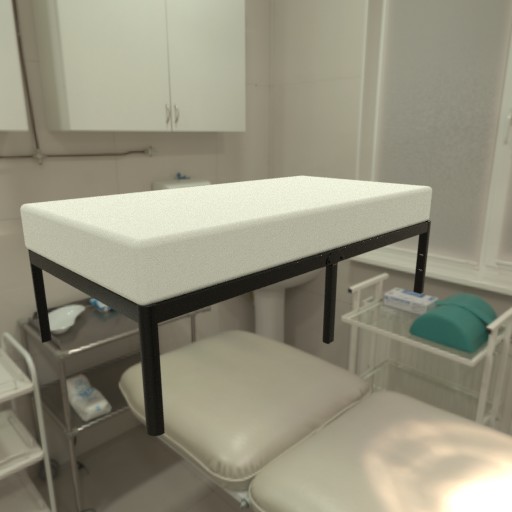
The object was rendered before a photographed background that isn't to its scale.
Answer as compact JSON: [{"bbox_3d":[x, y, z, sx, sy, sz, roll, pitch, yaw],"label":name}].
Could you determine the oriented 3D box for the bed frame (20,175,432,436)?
[{"bbox_3d":[0.000,0.000,2.356,1.950,0.659,1.023,-15,21,-43],"label":"bed frame"}]
